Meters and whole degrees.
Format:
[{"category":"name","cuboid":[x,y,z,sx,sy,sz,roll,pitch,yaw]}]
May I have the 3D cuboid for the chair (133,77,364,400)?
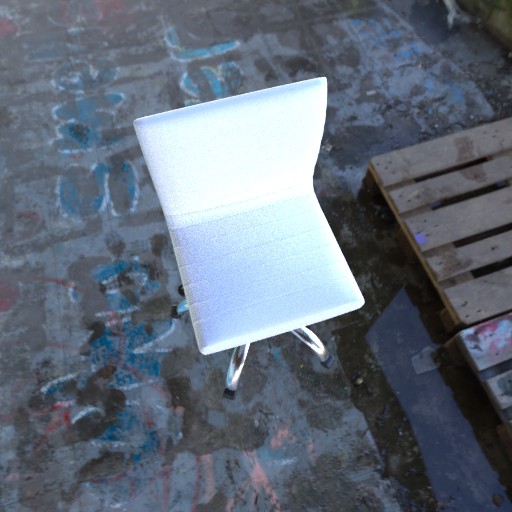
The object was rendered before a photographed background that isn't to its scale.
[{"category":"chair","cuboid":[0.000,0.000,1.131,0.556,0.780,0.530,-16,64,-8]}]
